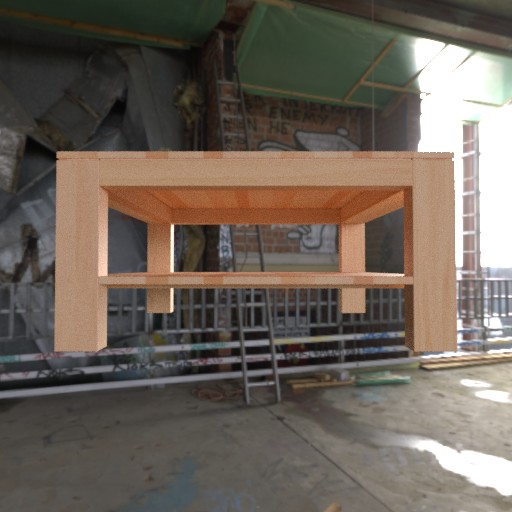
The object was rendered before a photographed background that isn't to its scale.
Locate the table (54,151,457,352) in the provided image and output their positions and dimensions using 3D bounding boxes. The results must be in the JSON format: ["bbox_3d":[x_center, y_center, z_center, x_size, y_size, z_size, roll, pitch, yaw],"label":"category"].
[{"bbox_3d":[0.000,0.000,1.445,0.900,0.450,0.900,0,-1,0],"label":"table"}]
